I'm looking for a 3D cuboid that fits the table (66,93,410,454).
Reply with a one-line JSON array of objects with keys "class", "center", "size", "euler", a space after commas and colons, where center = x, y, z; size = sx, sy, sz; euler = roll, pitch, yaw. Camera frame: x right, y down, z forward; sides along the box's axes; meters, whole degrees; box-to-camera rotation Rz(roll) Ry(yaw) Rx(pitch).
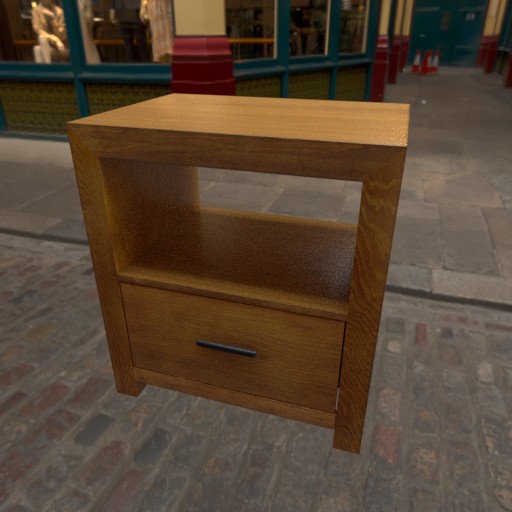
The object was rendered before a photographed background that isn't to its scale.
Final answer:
[{"class": "table", "center": [0.000, 0.000, 0.970], "size": [0.550, 0.605, 0.400], "euler": [8, 28, 16]}]
